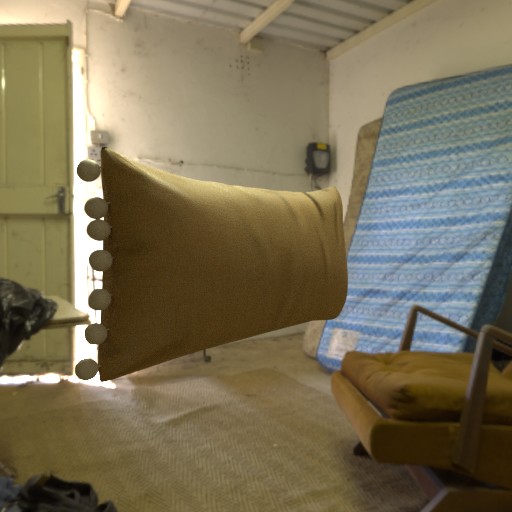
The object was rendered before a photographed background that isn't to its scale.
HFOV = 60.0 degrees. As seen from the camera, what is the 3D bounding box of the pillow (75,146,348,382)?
[{"bbox_3d":[0.000,0.000,0.824,0.201,0.322,0.709,1,2,37],"label":"pillow"}]
